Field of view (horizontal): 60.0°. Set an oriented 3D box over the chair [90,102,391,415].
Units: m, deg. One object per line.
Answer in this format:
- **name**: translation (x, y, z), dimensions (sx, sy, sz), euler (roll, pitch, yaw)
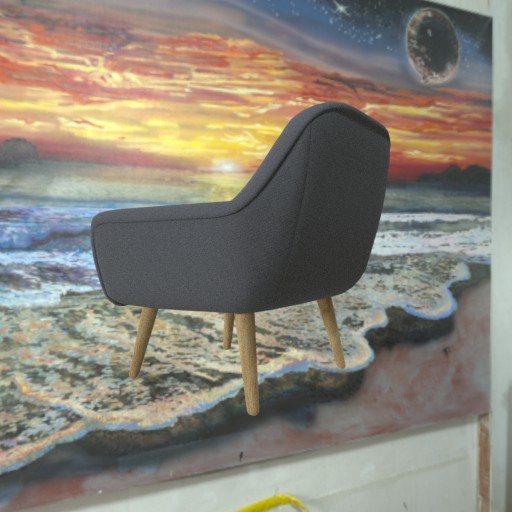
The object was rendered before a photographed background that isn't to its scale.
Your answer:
- **chair**: translation (0.000, 0.000, 1.450), dimensions (0.779, 0.800, 0.770), euler (1, 2, 36)
